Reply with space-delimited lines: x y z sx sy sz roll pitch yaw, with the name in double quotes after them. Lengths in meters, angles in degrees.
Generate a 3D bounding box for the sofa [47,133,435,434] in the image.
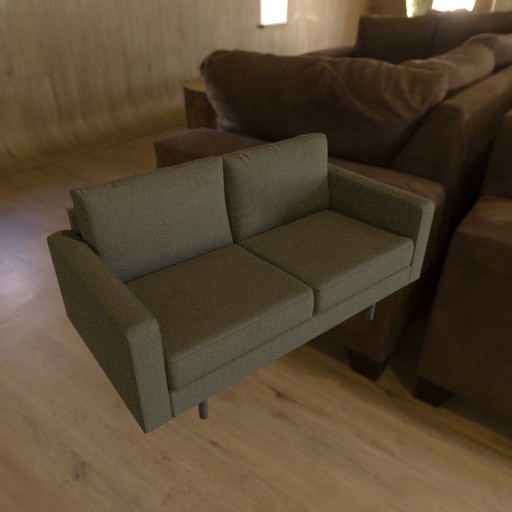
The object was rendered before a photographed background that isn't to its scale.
0.000 0.000 2.263 1.730 0.897 0.889 -22 37 -32 "sofa"
